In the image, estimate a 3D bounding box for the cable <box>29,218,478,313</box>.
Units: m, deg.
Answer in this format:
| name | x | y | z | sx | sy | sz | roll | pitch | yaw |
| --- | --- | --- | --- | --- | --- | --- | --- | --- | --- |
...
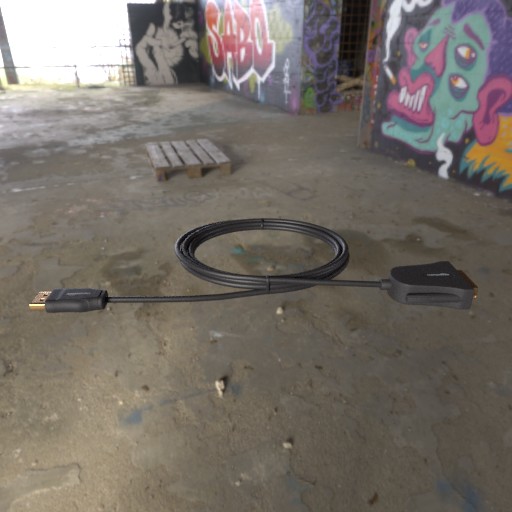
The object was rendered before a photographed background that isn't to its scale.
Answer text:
| name | x | y | z | sx | sy | sz | roll | pitch | yaw |
| --- | --- | --- | --- | --- | --- | --- | --- | --- | --- |
| cable | 0.000 | 0.000 | 0.335 | 0.281 | 0.015 | 0.136 | -1 | 26 | -2 |
